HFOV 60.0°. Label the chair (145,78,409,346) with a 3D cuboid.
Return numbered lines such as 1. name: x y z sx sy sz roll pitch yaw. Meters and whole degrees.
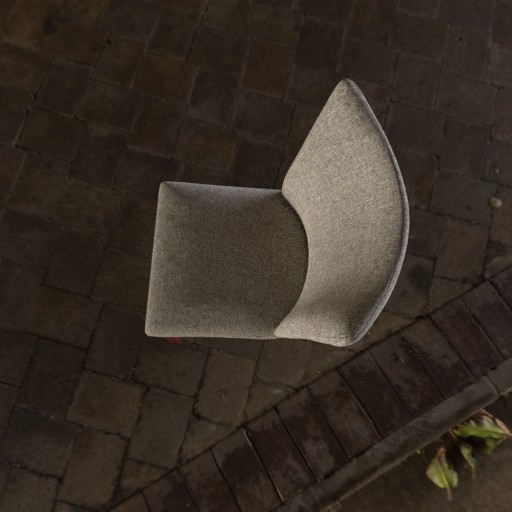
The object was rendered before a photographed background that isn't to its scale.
1. chair: 0.000 0.000 1.279 0.623 0.924 0.535 2 76 1
